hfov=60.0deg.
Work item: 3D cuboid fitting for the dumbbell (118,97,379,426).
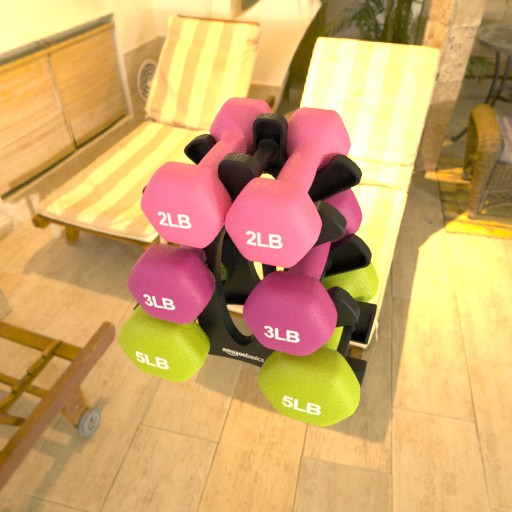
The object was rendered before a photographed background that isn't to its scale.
[{"bbox_3d":[0.000,0.000,0.448,0.257,0.261,0.203,12,42,14],"label":"dumbbell"}]
